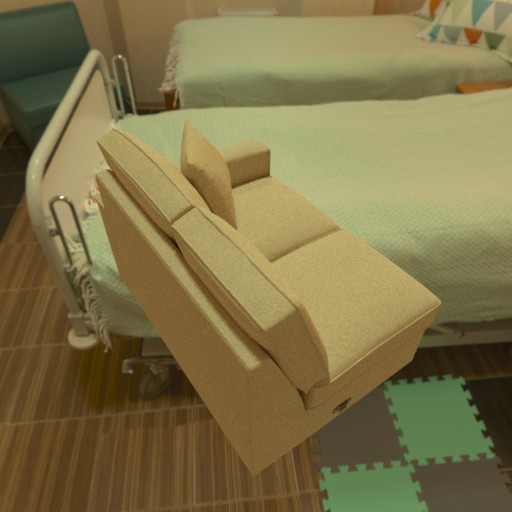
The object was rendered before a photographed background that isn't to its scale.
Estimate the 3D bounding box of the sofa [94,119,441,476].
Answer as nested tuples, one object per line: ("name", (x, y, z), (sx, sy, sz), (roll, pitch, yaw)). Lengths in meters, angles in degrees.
("sofa", (0.000, 0.000, 2.056), (0.991, 0.989, 1.388), (-26, 49, -25))
